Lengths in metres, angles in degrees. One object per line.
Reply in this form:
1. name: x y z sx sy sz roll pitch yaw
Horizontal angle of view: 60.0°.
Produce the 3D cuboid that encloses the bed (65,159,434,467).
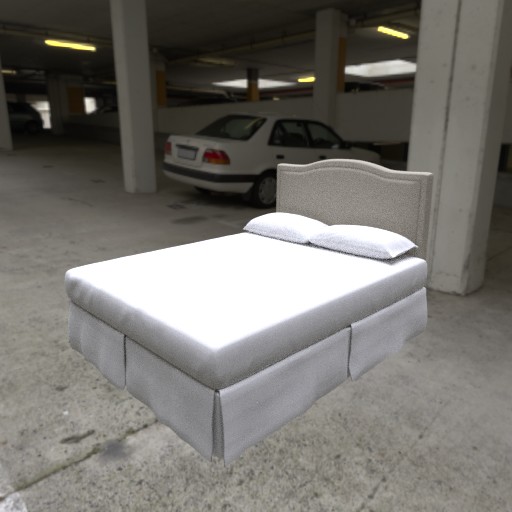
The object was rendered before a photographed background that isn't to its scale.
1. bed: 0.000 0.000 3.569 2.477 1.437 1.977 -15 21 -42
